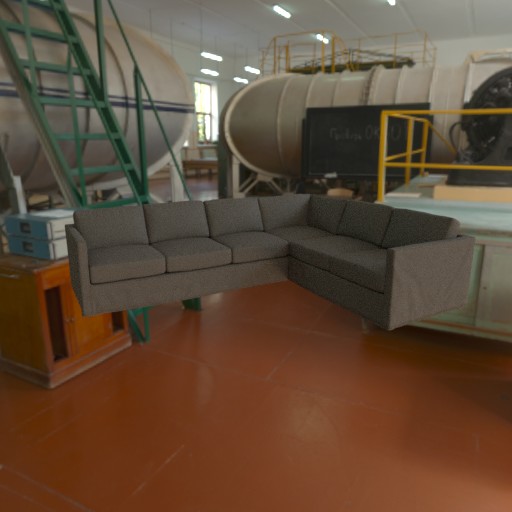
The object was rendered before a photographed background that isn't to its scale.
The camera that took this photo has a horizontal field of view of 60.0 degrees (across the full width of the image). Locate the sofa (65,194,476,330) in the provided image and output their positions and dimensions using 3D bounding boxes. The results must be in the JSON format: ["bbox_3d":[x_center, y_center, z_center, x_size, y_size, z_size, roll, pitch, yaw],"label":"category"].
[{"bbox_3d":[0.000,0.000,4.311,3.182,0.871,2.432,-8,17,-28],"label":"sofa"}]
